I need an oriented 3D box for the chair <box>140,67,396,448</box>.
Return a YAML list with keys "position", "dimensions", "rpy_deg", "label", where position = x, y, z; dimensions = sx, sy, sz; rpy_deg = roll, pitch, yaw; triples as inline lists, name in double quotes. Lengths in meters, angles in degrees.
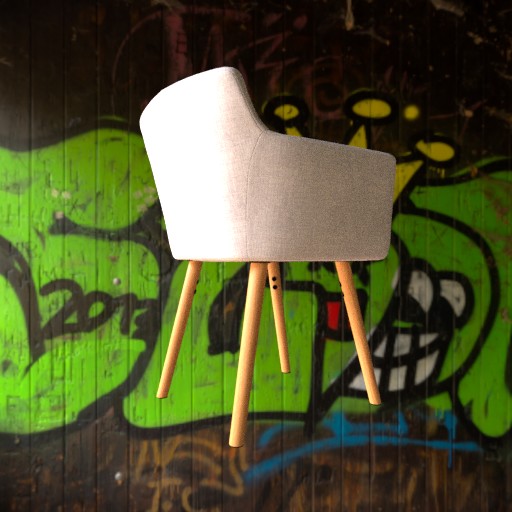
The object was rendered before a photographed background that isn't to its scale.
- position: [0.000, 0.000, 1.179]
  dimensions: [0.540, 0.780, 0.570]
  rpy_deg: [0, 0, -35]
  label: "chair"
